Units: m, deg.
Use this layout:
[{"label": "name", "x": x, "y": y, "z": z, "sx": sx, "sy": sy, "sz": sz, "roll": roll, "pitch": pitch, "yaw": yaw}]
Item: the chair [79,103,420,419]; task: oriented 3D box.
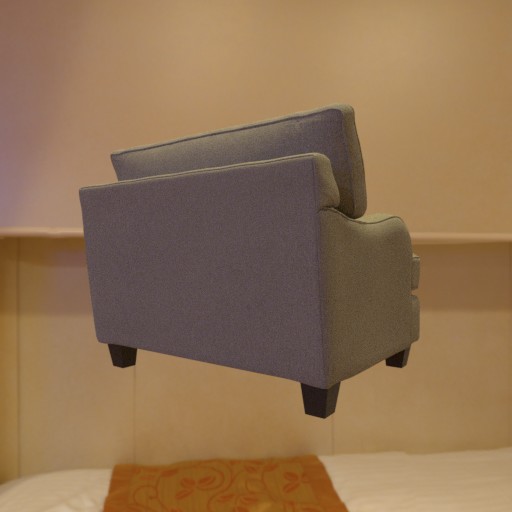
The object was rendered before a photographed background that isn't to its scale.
[{"label": "chair", "x": 0.000, "y": 0.000, "z": 2.017, "sx": 1.220, "sy": 1.016, "sz": 1.041, "roll": 1, "pitch": 1, "yaw": 36}]
